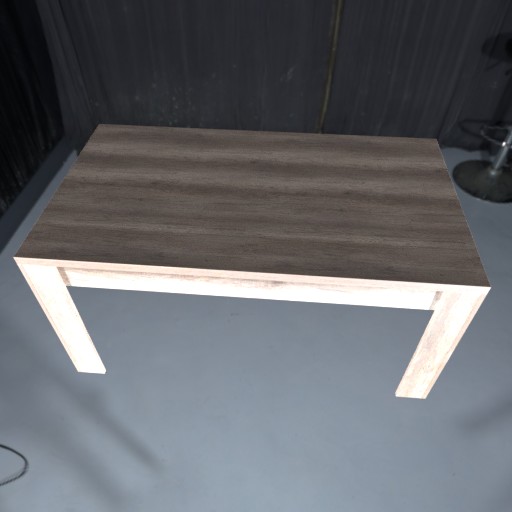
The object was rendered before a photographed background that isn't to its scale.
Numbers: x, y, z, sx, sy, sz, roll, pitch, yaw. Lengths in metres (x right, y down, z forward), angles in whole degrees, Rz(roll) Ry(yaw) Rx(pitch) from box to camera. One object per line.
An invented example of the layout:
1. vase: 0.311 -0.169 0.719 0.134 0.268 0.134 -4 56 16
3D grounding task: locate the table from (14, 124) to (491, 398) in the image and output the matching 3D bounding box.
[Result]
1. table: 0.000 0.000 2.068 1.600 0.775 0.900 3 46 3
